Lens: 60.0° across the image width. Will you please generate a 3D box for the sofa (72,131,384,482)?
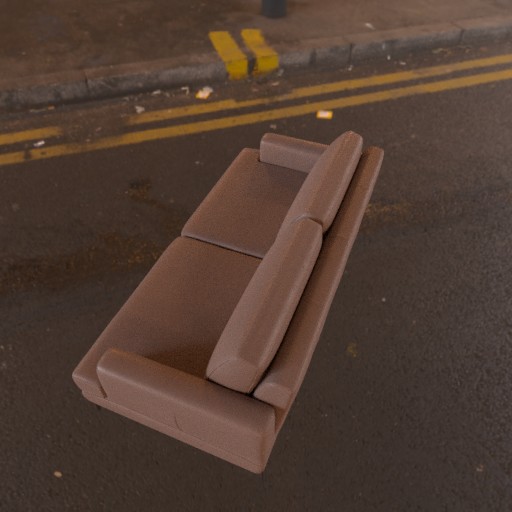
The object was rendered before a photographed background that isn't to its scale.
[{"bbox_3d":[0.000,0.000,2.401,0.974,0.765,1.940,17,49,15],"label":"sofa"}]
